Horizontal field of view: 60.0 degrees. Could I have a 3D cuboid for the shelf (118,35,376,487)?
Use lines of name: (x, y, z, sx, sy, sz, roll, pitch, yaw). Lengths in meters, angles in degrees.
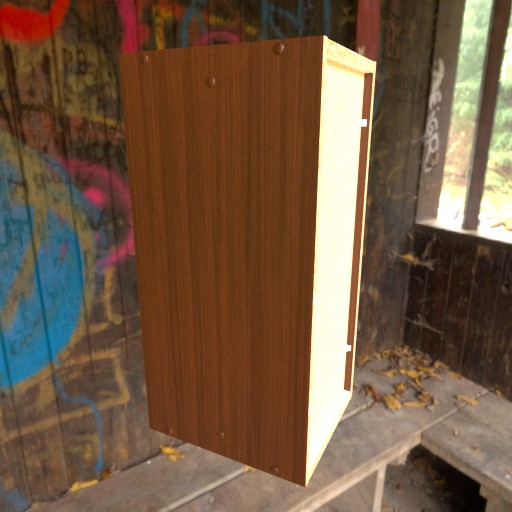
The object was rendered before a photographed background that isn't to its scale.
shelf: (0.000, 0.000, 0.730, 0.290, 0.600, 0.253, 8, 19, 26)
